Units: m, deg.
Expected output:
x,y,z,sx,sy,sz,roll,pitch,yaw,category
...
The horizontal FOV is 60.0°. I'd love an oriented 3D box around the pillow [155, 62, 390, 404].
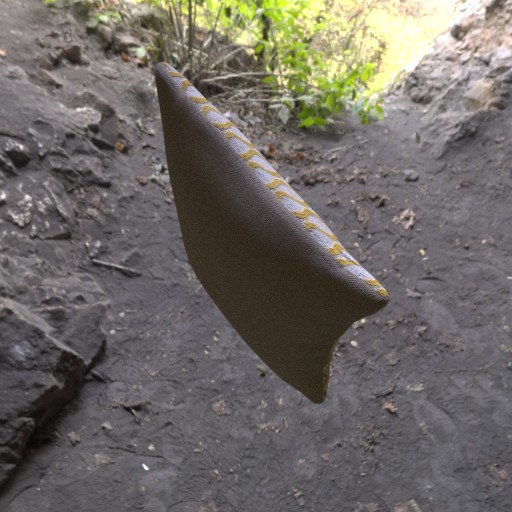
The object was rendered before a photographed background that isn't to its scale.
x,y,z,sx,sy,sz,roll,pitch,yaw,category
0.000,0.000,0.680,0.159,0.436,0.429,-33,64,-18,pillow
